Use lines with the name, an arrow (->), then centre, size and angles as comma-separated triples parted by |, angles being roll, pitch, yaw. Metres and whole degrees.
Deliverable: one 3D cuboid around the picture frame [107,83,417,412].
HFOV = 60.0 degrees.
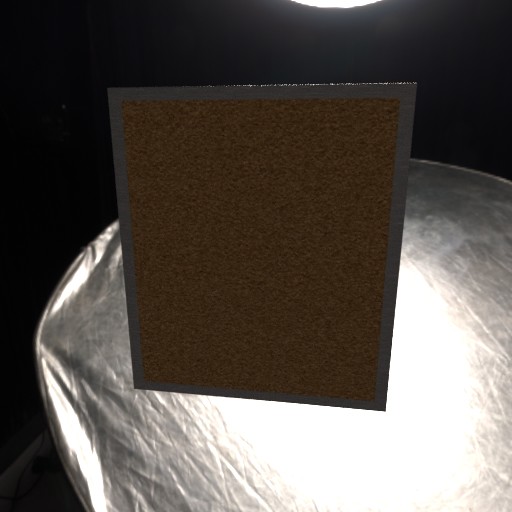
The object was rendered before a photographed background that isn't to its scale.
picture frame -> 0.000, 0.000, 0.528 | 0.327, 0.378, 0.027 | 2, 16, 9
